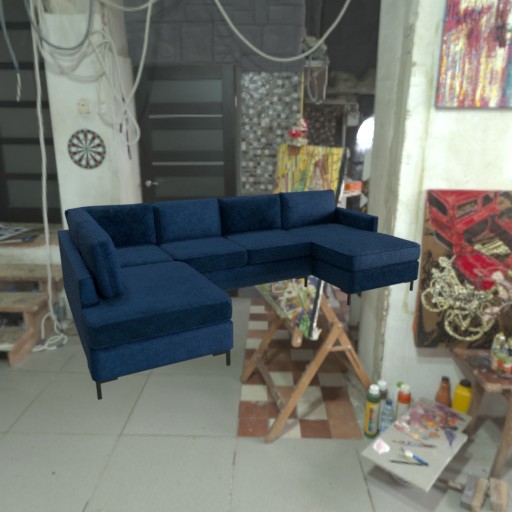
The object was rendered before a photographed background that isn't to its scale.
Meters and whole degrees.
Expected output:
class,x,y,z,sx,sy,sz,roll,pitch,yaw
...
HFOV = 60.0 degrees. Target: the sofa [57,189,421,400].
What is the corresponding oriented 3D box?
class,x,y,z,sx,sy,sz,roll,pitch,yaw
sofa,0.000,0.000,4.347,3.434,0.992,2.055,-8,18,-27
